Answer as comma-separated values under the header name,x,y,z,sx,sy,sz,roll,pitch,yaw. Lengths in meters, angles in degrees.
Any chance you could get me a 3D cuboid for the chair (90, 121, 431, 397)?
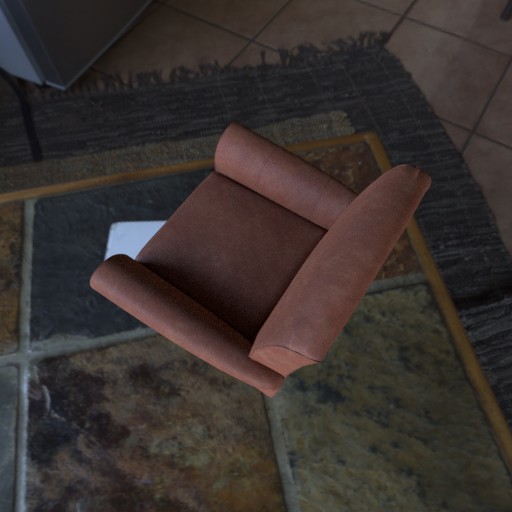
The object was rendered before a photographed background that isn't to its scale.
name,x,y,z,sx,sy,sz,roll,pitch,yaw
chair,0.000,0.000,1.821,0.902,1.061,0.978,31,68,15
